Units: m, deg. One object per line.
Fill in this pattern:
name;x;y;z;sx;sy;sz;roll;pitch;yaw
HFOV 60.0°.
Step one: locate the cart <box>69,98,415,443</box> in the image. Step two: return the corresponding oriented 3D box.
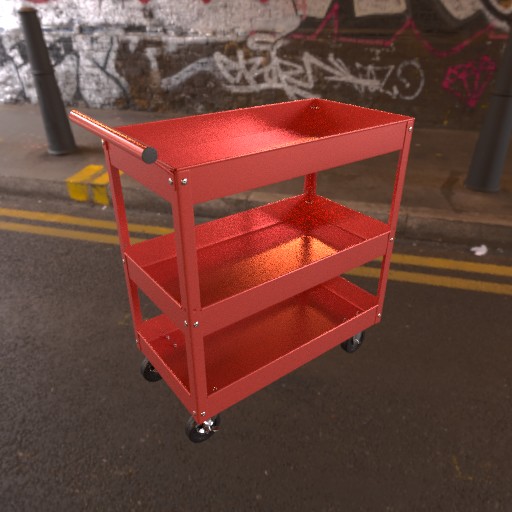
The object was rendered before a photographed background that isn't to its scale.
cart;0.000;0.000;1.185;0.719;0.780;0.366;-20;35;-32
